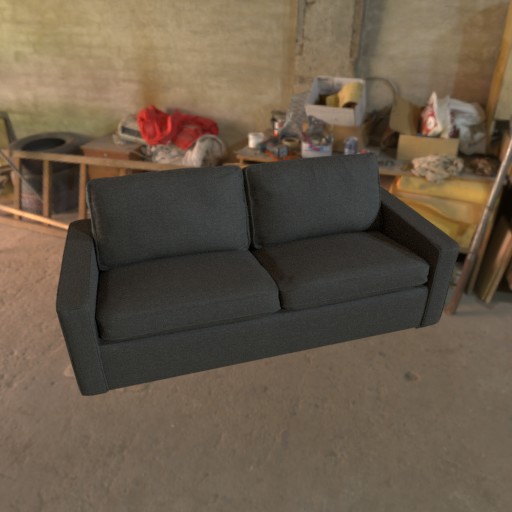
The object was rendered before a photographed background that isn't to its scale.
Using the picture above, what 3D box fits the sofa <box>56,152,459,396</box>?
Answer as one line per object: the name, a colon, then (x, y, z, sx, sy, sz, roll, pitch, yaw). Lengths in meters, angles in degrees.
sofa: (0.000, 0.000, 2.581, 2.080, 0.919, 0.940, -8, 33, -13)
